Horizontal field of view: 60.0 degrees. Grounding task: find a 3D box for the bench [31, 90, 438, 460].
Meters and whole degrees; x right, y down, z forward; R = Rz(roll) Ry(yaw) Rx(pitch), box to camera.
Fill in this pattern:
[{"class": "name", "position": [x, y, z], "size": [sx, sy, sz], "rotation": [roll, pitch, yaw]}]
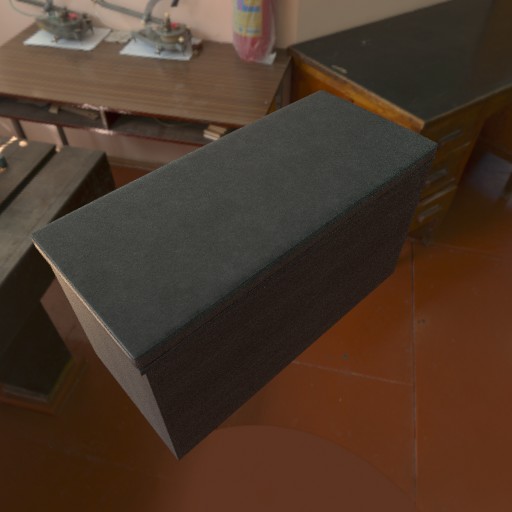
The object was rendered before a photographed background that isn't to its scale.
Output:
[{"class": "bench", "position": [0.000, 0.000, 1.196], "size": [0.905, 0.501, 0.401], "rotation": [-34, 56, -27]}]
